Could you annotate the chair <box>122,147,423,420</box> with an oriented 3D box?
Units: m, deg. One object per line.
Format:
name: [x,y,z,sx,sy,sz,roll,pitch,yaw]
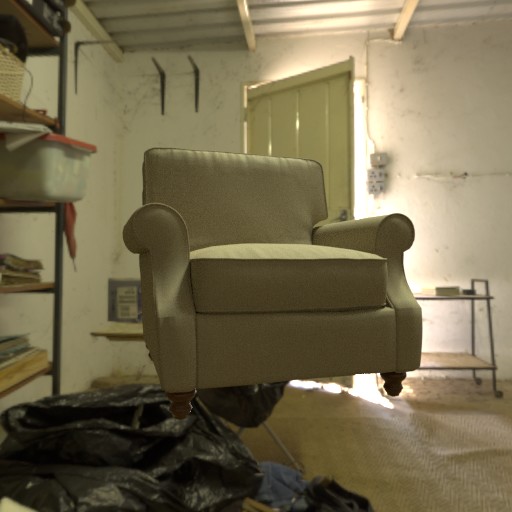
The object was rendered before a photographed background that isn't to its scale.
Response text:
chair: [0.000,0.000,1.790,1.029,0.967,0.966,0,-1,-18]
